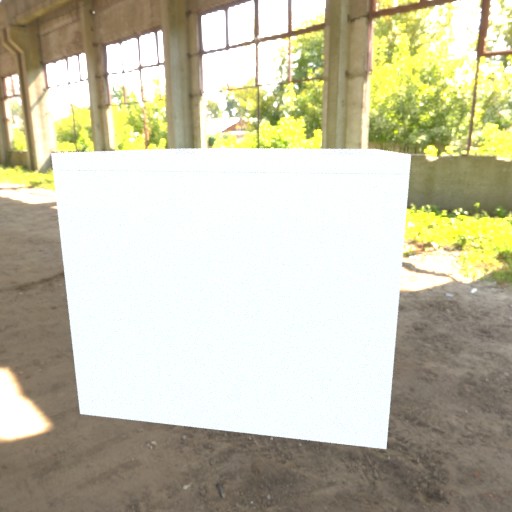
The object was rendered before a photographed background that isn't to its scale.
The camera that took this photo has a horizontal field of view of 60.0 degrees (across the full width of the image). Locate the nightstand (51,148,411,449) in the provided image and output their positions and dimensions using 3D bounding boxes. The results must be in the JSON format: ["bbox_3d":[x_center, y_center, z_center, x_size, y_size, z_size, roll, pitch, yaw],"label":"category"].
[{"bbox_3d":[0.000,0.000,0.756,0.408,0.351,0.470,3,14,10],"label":"nightstand"}]
